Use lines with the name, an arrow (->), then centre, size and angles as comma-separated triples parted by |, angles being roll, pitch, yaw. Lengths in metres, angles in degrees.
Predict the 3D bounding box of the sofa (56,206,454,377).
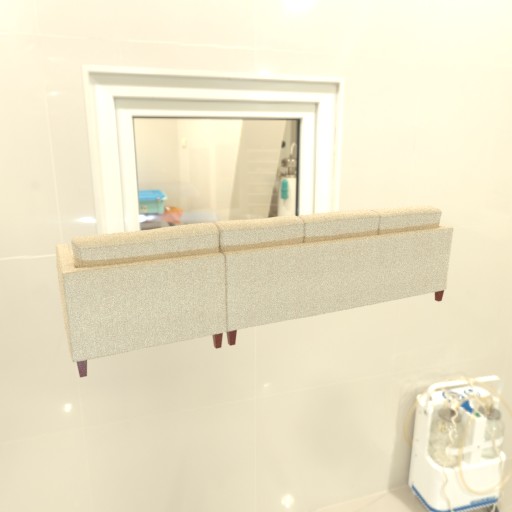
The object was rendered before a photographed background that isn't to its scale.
sofa -> 0.000, 0.000, 4.236 | 3.471, 0.954, 1.603 | -7, 16, -25
